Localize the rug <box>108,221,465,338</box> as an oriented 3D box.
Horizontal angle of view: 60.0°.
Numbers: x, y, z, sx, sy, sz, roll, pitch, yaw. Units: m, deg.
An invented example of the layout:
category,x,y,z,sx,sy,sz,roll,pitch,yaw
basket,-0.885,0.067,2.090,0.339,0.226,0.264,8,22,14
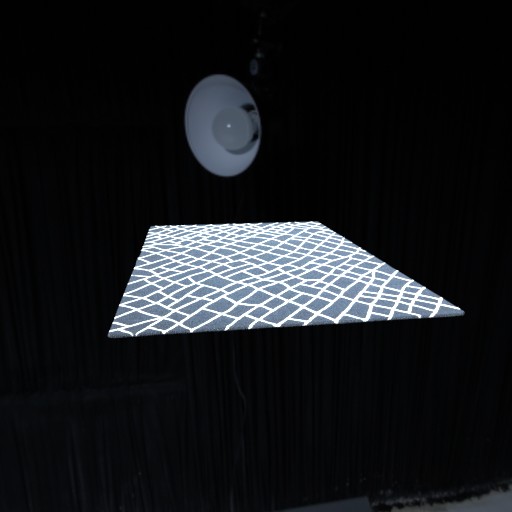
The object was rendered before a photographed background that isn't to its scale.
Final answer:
category,x,y,z,sx,sy,sz,roll,pitch,yaw
rug,0.000,0.000,2.343,1.223,0.013,1.830,-2,15,-9
